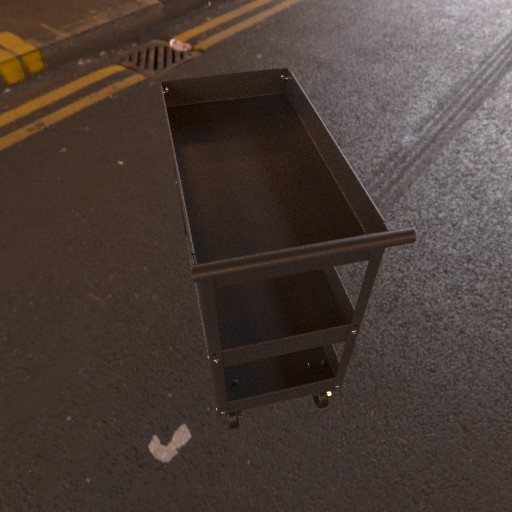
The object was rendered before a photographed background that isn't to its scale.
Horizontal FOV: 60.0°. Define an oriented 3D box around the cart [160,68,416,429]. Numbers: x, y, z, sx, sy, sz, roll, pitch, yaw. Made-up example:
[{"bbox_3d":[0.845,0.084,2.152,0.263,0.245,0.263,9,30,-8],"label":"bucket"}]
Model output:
[{"bbox_3d":[0.000,0.000,1.207,0.366,0.780,0.719,-10,49,-9],"label":"cart"}]
